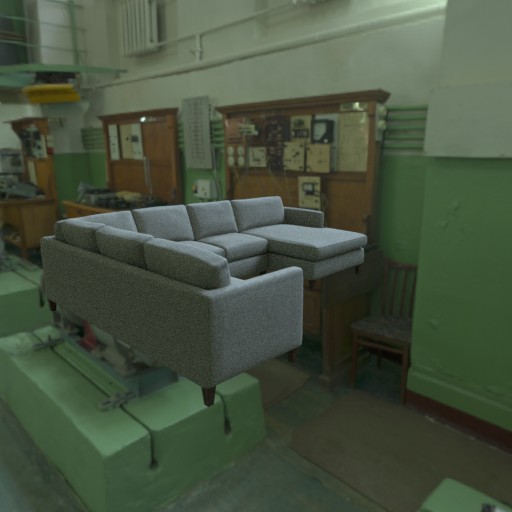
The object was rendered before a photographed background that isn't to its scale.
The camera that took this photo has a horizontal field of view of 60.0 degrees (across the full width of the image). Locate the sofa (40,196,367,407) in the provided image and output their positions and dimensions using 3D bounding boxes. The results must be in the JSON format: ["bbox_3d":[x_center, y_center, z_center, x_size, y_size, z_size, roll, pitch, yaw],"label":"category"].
[{"bbox_3d":[0.000,0.000,4.686,2.593,0.959,3.460,13,18,43],"label":"sofa"}]
